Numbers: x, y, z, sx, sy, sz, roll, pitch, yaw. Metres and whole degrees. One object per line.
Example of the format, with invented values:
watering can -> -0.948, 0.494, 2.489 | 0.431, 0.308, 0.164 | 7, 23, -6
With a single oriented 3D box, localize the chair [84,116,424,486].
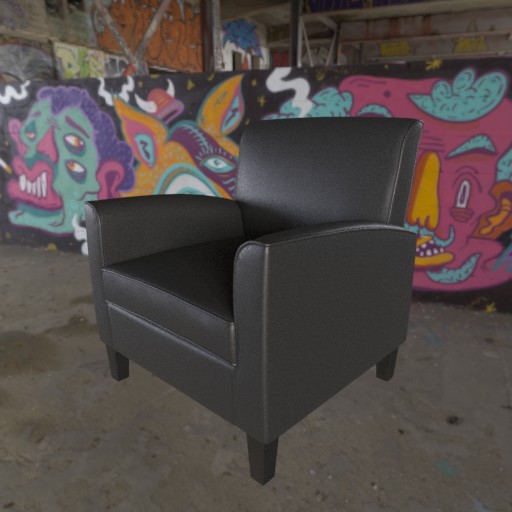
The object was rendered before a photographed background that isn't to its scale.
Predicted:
chair -> 0.000, 0.000, 1.507 | 0.820, 0.916, 0.819 | 15, 22, 41
